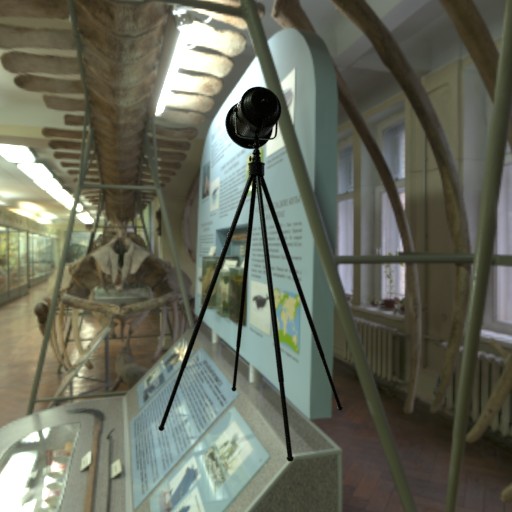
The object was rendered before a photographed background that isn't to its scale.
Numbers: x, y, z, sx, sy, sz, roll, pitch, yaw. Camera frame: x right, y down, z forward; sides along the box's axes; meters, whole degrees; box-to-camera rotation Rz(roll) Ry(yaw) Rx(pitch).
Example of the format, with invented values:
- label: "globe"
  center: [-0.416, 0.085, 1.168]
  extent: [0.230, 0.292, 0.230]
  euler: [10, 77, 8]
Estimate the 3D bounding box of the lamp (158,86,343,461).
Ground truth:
- label: "lamp"
  center: [0.000, 0.000, 2.032]
  extent: [0.879, 1.504, 0.884]
  euler: [0, 0, -17]
